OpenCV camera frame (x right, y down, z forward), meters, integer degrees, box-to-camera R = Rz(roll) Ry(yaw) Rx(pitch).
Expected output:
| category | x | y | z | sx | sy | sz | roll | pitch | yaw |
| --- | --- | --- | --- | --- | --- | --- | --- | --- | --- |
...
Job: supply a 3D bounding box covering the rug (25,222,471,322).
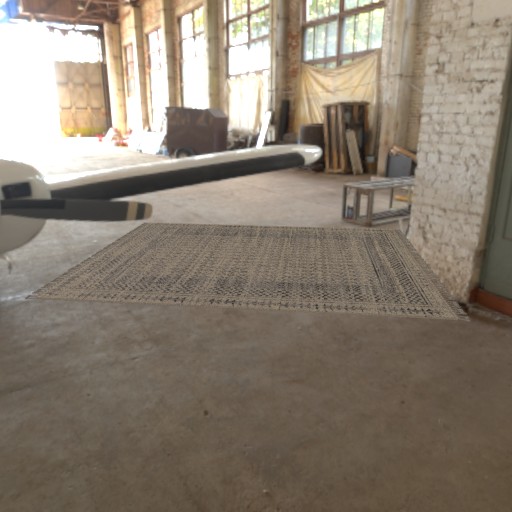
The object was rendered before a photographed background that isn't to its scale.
| category | x | y | z | sx | sy | sz | roll | pitch | yaw |
| --- | --- | --- | --- | --- | --- | --- | --- | --- | --- |
| rug | 0.000 | 0.000 | 3.948 | 2.940 | 0.013 | 2.312 | 2 | 17 | 7 |
